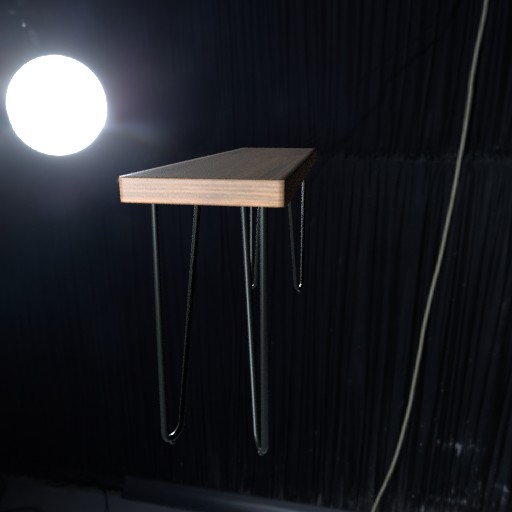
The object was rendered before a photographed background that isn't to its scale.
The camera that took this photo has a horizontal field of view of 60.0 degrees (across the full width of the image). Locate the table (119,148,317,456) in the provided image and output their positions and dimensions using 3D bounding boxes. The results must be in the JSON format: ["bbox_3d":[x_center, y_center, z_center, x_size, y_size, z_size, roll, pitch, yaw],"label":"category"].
[{"bbox_3d":[0.000,0.000,1.910,0.425,0.834,1.570,3,17,10],"label":"table"}]
